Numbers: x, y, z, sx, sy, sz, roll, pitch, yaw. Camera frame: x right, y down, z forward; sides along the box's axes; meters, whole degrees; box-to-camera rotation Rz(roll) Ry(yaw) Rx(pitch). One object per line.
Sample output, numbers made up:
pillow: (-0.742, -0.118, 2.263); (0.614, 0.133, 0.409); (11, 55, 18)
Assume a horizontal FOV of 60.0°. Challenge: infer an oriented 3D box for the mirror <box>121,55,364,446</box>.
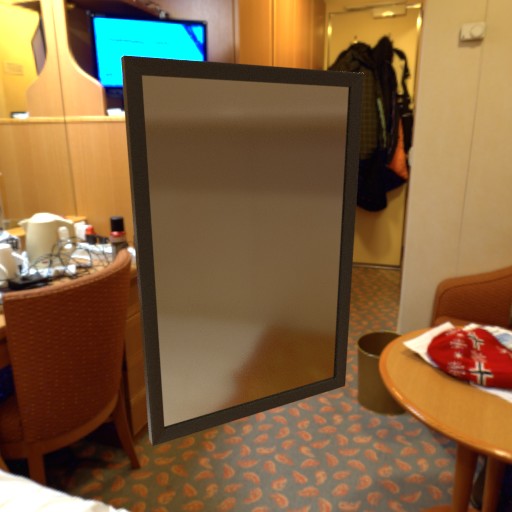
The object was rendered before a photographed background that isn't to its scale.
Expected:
mirror: (0.000, 0.000, 1.152); (0.609, 0.915, 0.040); (-8, 17, -26)
